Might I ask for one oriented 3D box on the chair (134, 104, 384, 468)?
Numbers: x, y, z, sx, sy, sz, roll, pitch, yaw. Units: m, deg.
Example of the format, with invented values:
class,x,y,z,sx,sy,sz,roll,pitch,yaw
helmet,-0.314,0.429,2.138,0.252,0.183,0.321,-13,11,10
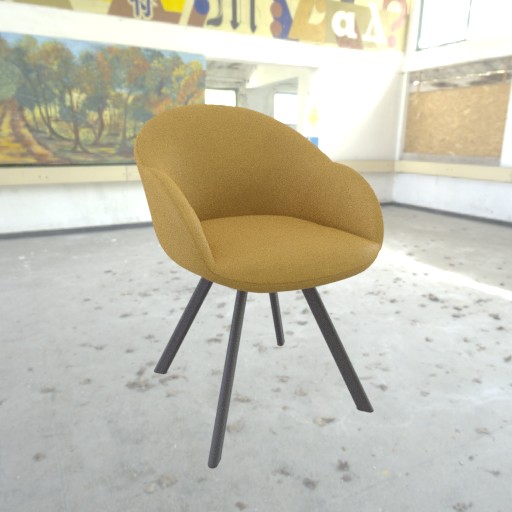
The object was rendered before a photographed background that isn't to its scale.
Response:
class,x,y,z,sx,sy,sz,roll,pitch,yaw
chair,0.000,0.000,1.166,0.551,0.793,0.583,-8,17,-26
